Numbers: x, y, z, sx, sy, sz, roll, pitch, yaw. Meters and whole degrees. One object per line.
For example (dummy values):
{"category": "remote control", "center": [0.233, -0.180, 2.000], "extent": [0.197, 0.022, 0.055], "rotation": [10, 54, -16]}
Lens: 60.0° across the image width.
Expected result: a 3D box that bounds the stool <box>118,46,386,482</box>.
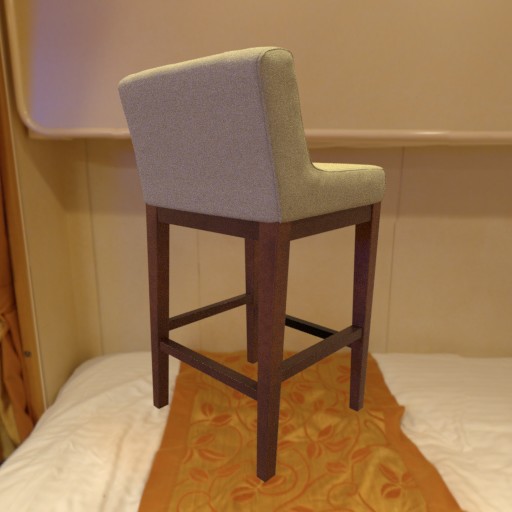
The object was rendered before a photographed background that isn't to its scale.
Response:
{"category": "stool", "center": [0.000, 0.000, 1.207], "extent": [0.511, 0.937, 0.500], "rotation": [13, 18, 43]}
